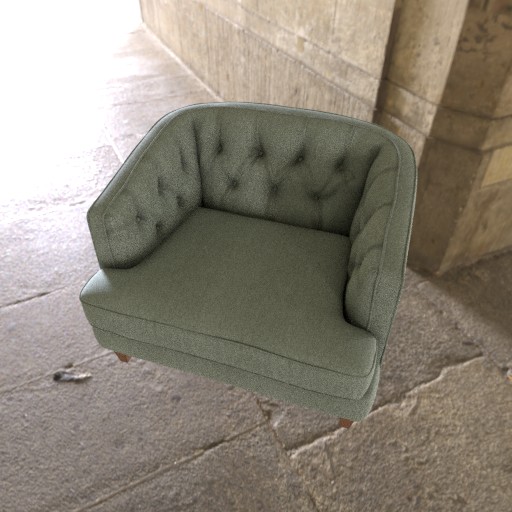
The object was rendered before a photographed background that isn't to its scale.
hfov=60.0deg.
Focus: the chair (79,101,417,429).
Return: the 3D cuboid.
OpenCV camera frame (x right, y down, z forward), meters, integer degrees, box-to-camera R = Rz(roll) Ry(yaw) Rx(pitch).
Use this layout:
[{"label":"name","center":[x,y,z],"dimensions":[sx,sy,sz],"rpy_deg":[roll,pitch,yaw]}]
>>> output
[{"label":"chair","center":[0.000,0.000,1.759],"dimensions":[1.094,0.852,0.945],"rpy_deg":[12,43,13]}]
